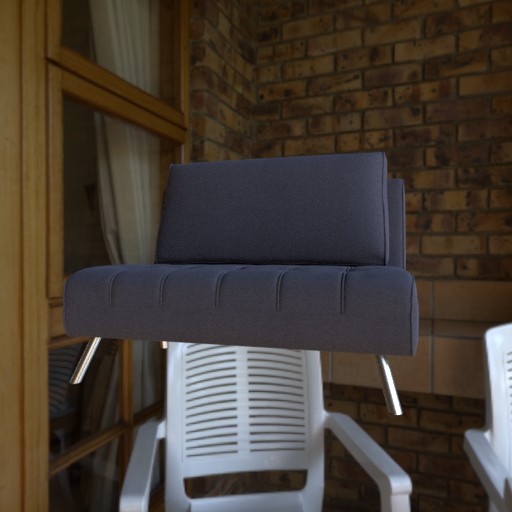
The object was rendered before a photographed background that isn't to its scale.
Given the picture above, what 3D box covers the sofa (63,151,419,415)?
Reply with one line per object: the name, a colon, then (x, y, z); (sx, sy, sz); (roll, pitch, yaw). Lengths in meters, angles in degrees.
sofa: (0.000, 0.000, 1.851); (1.220, 0.910, 0.910); (0, 1, 16)
